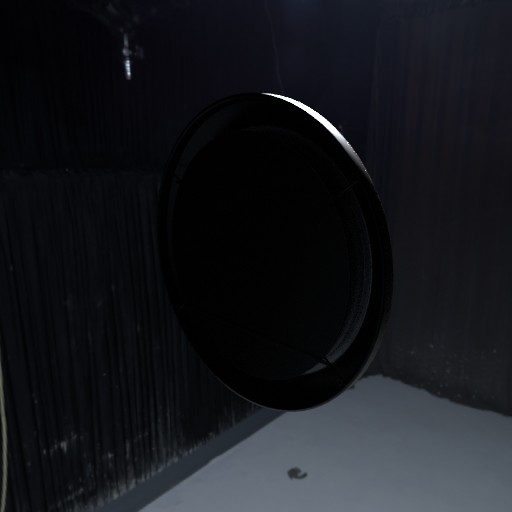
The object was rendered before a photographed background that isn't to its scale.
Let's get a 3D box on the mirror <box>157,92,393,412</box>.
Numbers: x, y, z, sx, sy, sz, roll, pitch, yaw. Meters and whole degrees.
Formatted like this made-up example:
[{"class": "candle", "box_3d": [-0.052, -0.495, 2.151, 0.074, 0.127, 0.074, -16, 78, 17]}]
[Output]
[{"class": "mirror", "box_3d": [0.000, 0.000, 1.319, 0.111, 0.907, 0.907, -14, 19, -43]}]
